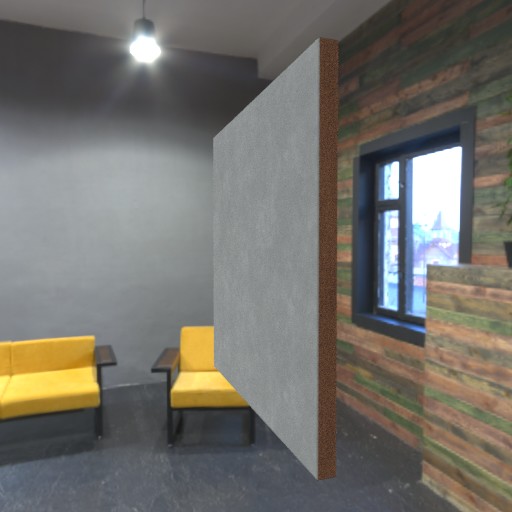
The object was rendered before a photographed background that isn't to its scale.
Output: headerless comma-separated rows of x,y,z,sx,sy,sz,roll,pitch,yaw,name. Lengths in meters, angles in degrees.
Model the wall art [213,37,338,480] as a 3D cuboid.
0.000,0.000,0.447,0.015,0.303,0.303,-1,2,-19,wall art
